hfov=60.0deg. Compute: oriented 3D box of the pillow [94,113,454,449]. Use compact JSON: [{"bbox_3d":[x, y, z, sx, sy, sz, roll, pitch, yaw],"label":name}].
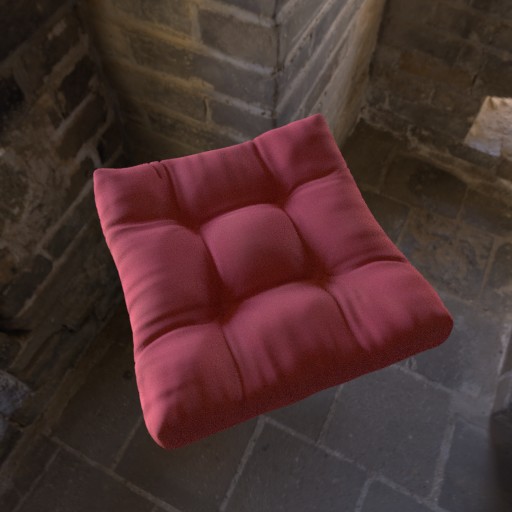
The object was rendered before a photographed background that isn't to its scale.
[{"bbox_3d":[0.000,0.000,0.748,0.468,0.128,0.490,-17,59,-11],"label":"pillow"}]
